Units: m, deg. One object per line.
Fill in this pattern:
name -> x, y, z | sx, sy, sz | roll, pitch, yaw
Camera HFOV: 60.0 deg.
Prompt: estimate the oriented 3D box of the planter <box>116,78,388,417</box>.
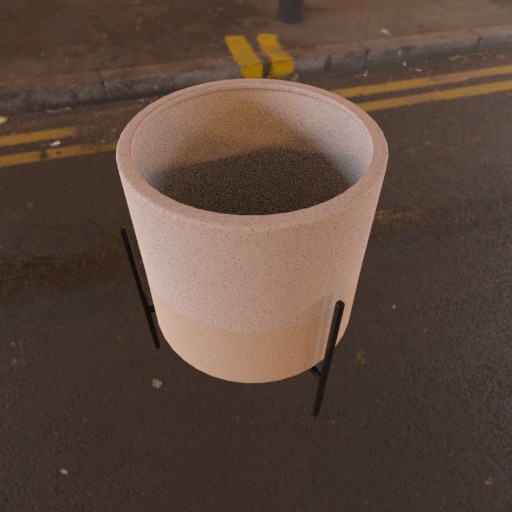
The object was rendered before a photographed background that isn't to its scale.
planter -> 0.000, 0.000, 0.671 | 0.313, 0.423, 0.335 | 18, 49, 16
